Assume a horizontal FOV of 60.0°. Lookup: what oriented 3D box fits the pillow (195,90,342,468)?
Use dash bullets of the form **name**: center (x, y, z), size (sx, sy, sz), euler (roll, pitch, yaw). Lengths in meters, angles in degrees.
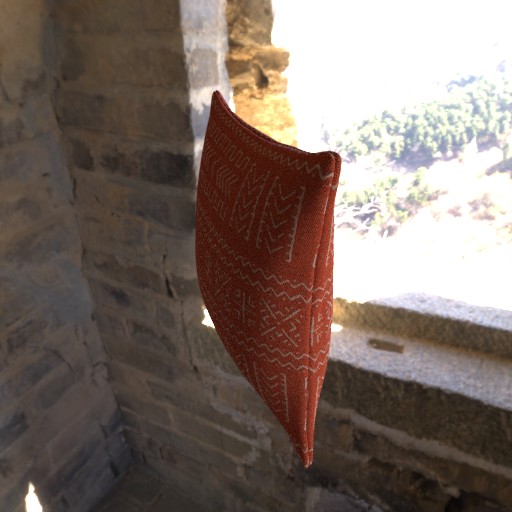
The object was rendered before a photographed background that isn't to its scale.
- **pillow**: center (0.000, 0.000, 0.674), size (0.164, 0.429, 0.438), euler (-10, 30, -17)
